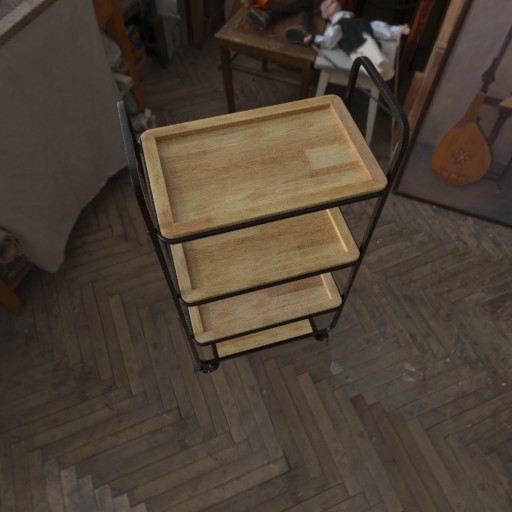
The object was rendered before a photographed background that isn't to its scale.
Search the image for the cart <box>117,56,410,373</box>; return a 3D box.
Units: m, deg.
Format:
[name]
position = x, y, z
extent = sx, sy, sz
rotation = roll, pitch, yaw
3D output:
[cart]
position = 0.000, 0.000, 1.305
extent = 0.545, 1.080, 0.321
rotation = -14, 60, -8
